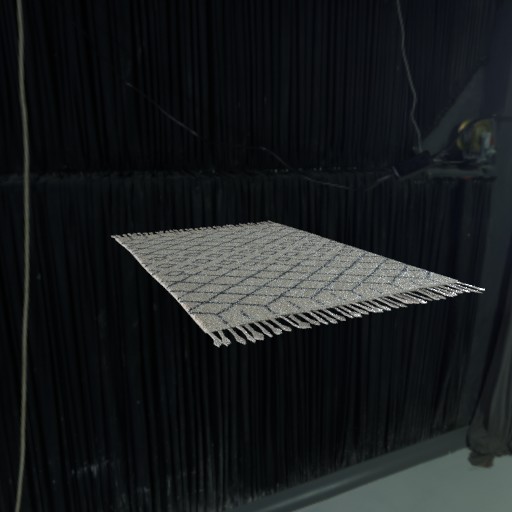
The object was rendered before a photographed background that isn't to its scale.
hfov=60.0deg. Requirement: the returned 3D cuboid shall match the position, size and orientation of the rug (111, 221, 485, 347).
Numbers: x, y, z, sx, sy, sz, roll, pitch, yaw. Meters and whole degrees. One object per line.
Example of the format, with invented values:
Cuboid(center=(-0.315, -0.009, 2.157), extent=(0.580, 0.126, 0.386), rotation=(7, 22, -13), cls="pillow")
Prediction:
Cuboid(center=(0.000, 0.000, 3.300), extent=(1.664, 0.029, 2.615), rotation=(-7, 16, -26), cls="rug")
